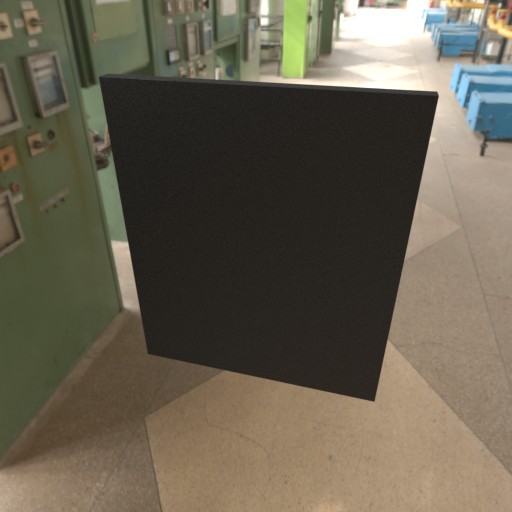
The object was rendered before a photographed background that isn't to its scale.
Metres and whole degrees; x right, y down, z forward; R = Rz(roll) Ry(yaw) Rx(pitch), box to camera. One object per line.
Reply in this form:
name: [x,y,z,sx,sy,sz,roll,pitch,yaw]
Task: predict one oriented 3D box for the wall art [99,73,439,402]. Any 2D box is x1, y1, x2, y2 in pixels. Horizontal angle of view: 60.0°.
wall art: [0.000,0.000,0.684,0.428,0.505,0.023,8,33,13]
